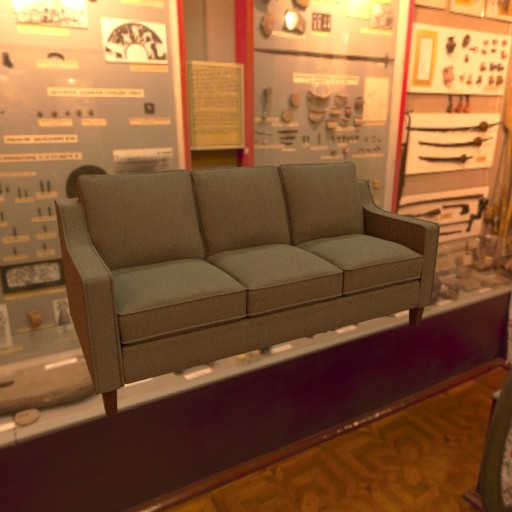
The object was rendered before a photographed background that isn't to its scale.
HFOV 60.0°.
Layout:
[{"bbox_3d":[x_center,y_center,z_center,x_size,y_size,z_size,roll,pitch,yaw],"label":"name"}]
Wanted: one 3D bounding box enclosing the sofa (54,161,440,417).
[{"bbox_3d":[0.000,0.000,2.553,1.986,0.974,0.911,-9,19,-27],"label":"sofa"}]
